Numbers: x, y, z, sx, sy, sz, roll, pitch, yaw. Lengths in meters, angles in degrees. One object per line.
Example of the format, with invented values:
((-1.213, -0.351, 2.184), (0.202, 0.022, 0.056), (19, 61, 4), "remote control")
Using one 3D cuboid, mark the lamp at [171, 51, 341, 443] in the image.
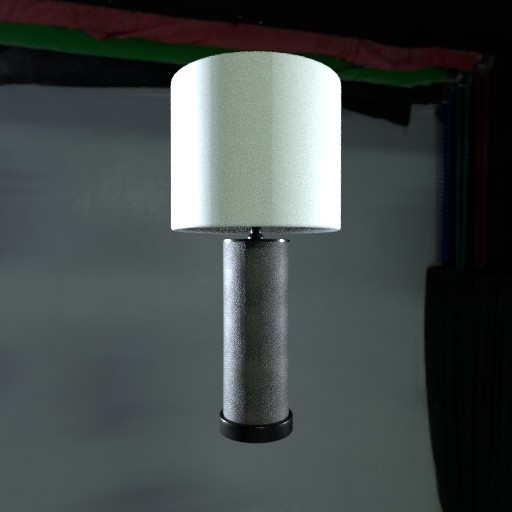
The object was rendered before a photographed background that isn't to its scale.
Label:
((0.000, 0.000, 0.814), (0.305, 0.634, 0.305), (0, 1, -18), "lamp")
